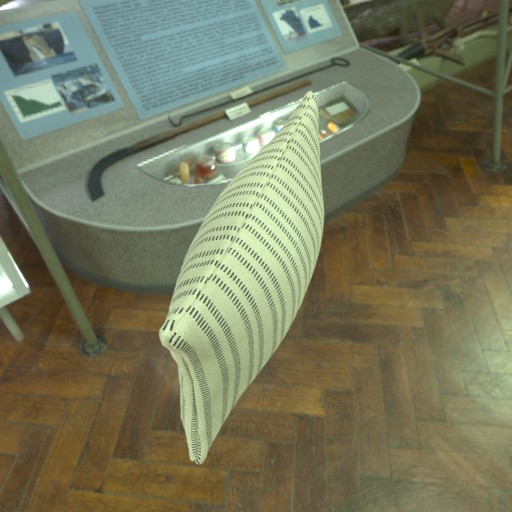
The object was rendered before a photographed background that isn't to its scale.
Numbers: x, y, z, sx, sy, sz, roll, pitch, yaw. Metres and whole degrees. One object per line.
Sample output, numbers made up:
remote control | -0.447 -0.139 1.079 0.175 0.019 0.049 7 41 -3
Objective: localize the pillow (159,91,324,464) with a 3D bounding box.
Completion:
pillow | 0.000 0.000 0.808 0.210 0.353 0.640 14 47 14
